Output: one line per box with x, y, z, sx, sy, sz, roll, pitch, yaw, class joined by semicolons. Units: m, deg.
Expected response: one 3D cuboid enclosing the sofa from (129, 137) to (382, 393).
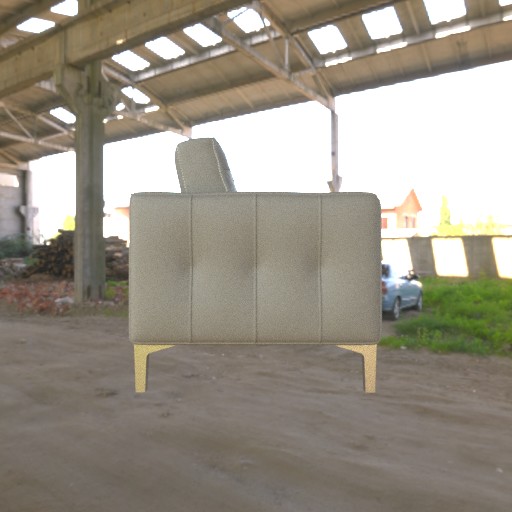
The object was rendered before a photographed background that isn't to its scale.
0.000;0.000;2.252;0.833;0.892;1.726;0;0;0;sofa
